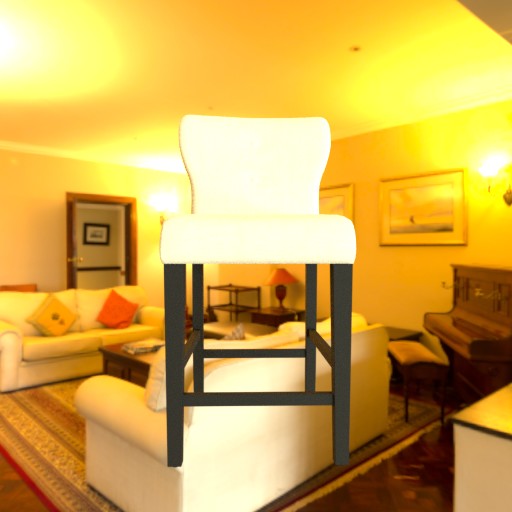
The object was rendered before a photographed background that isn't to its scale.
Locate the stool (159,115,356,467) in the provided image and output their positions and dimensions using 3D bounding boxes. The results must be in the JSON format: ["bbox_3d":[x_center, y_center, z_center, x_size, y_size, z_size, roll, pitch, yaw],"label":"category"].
[{"bbox_3d":[0.000,0.000,1.297,0.514,0.972,0.603,0,1,-1],"label":"stool"}]
